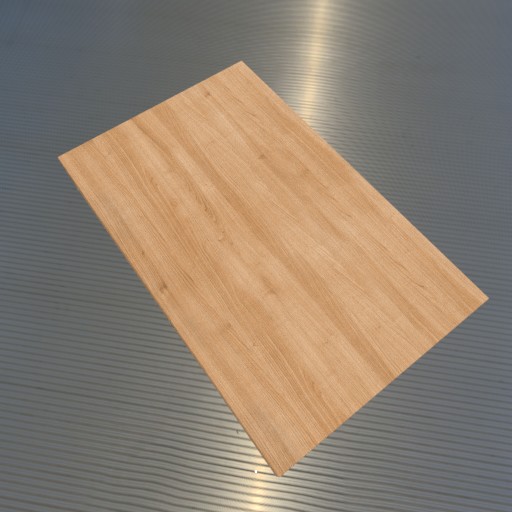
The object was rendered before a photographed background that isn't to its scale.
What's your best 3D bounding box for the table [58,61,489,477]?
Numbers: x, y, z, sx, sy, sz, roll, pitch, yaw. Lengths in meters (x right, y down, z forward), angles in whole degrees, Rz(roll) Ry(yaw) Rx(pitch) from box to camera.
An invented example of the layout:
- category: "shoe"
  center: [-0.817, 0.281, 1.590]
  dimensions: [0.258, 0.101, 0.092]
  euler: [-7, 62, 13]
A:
- category: "table"
  center: [0.000, 0.000, 1.457]
  dimensions: [0.700, 0.440, 1.100]
  euler: [-34, 69, -15]
